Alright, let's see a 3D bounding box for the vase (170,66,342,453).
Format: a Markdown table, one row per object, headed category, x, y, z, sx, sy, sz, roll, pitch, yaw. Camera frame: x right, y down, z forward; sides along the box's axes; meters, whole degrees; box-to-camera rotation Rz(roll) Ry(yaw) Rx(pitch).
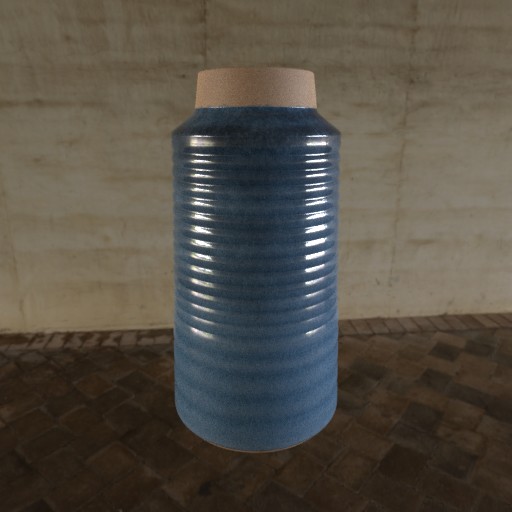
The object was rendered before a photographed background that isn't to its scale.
| category | x | y | z | sx | sy | sz | roll | pitch | yaw |
| --- | --- | --- | --- | --- | --- | --- | --- | --- | --- |
| vase | 0.000 | 0.000 | 0.413 | 0.163 | 0.316 | 0.163 | 0 | 16 | 0 |
